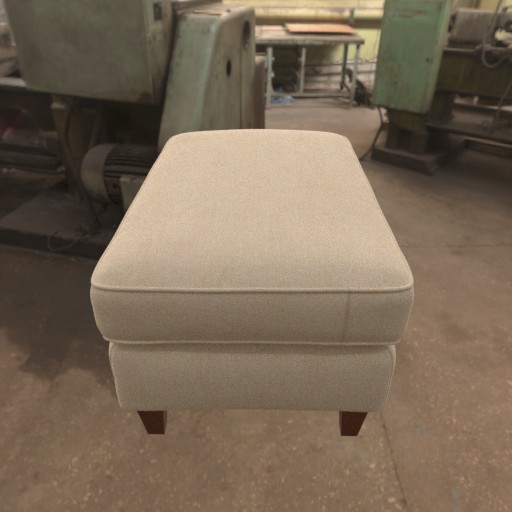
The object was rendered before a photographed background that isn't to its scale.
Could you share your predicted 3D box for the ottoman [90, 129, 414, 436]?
[{"bbox_3d":[0.000,0.000,1.207,0.583,0.484,0.862,1,33,1],"label":"ottoman"}]
